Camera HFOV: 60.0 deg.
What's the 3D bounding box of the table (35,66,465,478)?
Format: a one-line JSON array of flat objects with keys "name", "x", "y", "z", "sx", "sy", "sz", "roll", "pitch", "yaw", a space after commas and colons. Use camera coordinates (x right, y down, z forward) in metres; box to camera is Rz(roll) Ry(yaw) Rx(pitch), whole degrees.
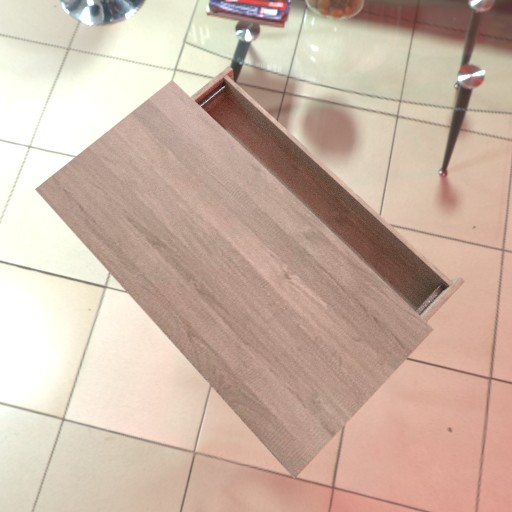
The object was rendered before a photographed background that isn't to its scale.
[{"name": "table", "x": 0.000, "y": 0.000, "z": 1.454, "sx": 0.712, "sy": 0.570, "sz": 1.000, "roll": -43, "pitch": 79, "yaw": -10}]
